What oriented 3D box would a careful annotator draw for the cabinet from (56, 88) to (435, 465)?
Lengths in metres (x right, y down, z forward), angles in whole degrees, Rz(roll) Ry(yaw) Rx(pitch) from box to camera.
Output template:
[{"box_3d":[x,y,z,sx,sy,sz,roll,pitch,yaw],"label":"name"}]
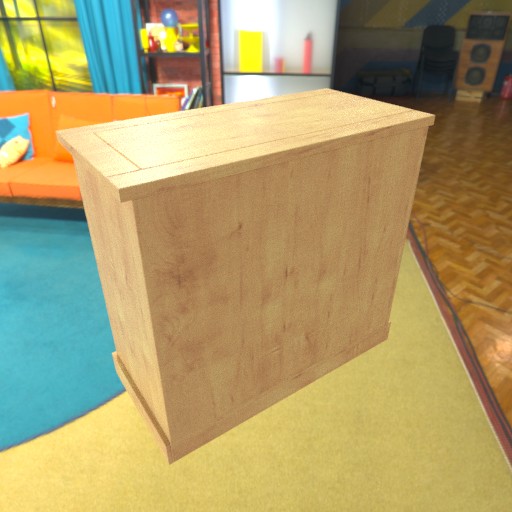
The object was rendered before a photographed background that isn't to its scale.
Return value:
[{"box_3d":[0.000,0.000,1.406,0.920,0.840,0.450,-20,37,-29],"label":"cabinet"}]
